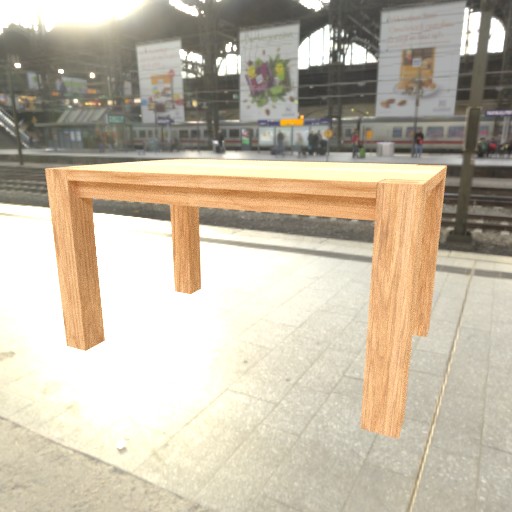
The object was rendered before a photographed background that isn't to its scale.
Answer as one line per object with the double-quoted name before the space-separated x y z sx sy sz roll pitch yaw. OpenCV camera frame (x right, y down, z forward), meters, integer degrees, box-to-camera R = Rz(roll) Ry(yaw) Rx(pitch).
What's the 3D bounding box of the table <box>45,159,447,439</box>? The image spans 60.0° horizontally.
"table" 0.000 0.000 1.921 1.400 0.760 0.900 7 17 25
